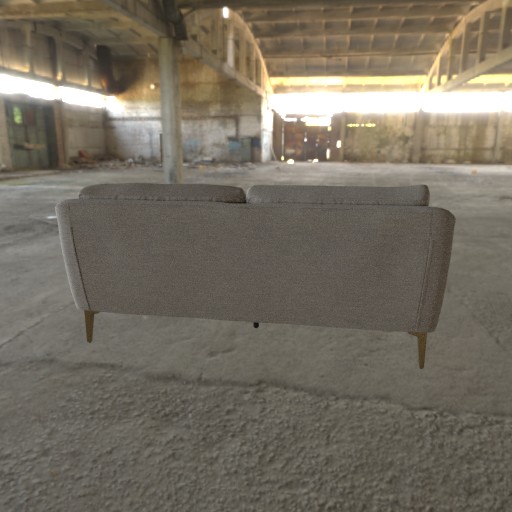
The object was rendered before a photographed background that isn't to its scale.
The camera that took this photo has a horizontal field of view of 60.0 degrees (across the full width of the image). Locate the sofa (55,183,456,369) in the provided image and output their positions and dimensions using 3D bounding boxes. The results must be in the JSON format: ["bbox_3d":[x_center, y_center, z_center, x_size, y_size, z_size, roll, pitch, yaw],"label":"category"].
[{"bbox_3d":[0.000,0.000,2.618,2.036,0.913,0.980,2,14,9],"label":"sofa"}]
